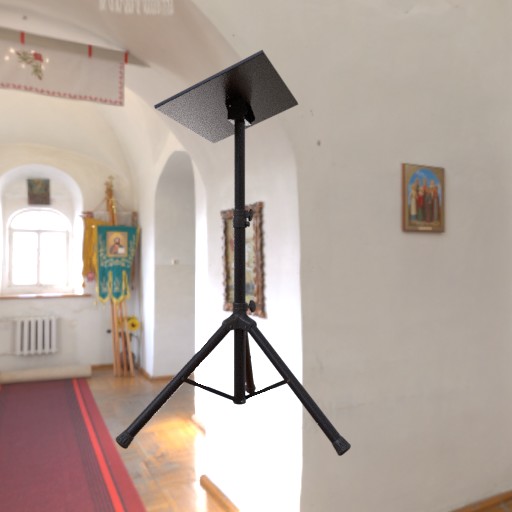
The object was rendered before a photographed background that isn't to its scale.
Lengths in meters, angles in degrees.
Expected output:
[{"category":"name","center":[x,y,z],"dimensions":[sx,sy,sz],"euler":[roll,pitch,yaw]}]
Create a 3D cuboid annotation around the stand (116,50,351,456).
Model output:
[{"category":"stand","center":[0.000,0.000,1.588],"dimensions":[0.702,1.198,0.702],"euler":[0,0,18]}]
